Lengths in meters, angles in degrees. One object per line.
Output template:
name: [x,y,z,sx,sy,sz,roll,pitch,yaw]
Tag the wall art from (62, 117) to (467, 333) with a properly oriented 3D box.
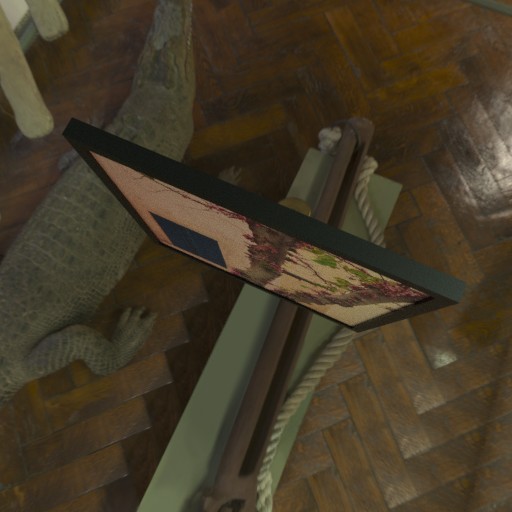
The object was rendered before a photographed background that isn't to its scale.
wall art: [0.000,0.000,1.149,0.762,0.762,0.038,23,78,5]
